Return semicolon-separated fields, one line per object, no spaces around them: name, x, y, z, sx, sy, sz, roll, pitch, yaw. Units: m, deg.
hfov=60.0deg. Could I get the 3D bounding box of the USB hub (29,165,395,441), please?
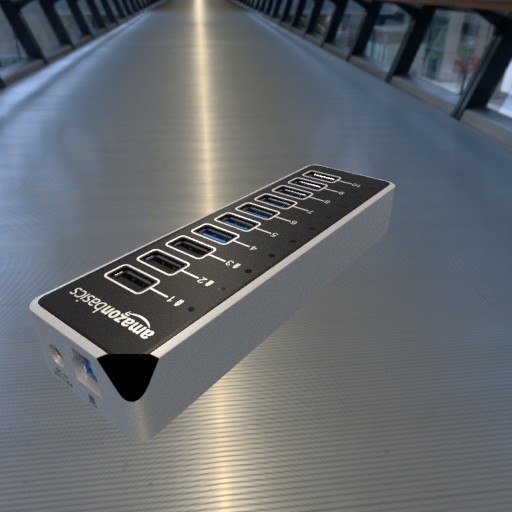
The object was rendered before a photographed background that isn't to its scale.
USB hub;0.000;0.000;0.160;0.044;0.023;0.145;22;37;32
